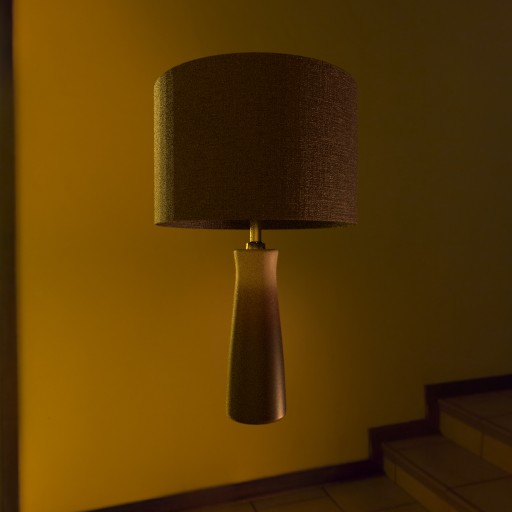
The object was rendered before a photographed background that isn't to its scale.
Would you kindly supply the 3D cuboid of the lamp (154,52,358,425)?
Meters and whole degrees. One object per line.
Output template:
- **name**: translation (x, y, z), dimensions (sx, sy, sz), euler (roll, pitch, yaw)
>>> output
- **lamp**: translation (0.000, 0.000, 0.679), dimensions (0.303, 0.488, 0.303), euler (0, 1, 0)
